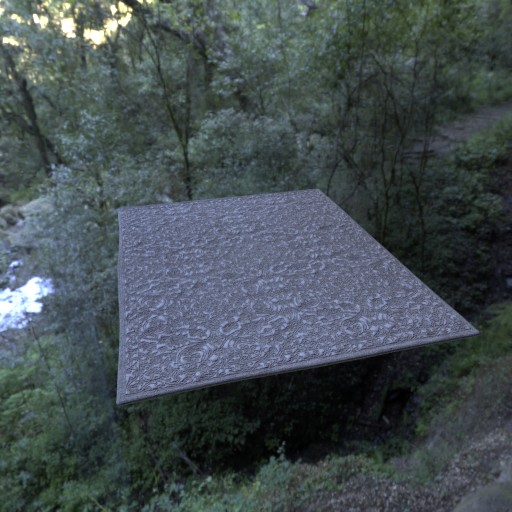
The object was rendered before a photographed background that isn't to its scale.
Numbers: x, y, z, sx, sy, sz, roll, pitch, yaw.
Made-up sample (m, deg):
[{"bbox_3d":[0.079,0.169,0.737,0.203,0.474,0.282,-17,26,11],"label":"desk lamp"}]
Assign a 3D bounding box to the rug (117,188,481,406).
[{"bbox_3d":[0.000,0.000,4.095,2.472,0.035,3.017,-7,30,-13],"label":"rug"}]
